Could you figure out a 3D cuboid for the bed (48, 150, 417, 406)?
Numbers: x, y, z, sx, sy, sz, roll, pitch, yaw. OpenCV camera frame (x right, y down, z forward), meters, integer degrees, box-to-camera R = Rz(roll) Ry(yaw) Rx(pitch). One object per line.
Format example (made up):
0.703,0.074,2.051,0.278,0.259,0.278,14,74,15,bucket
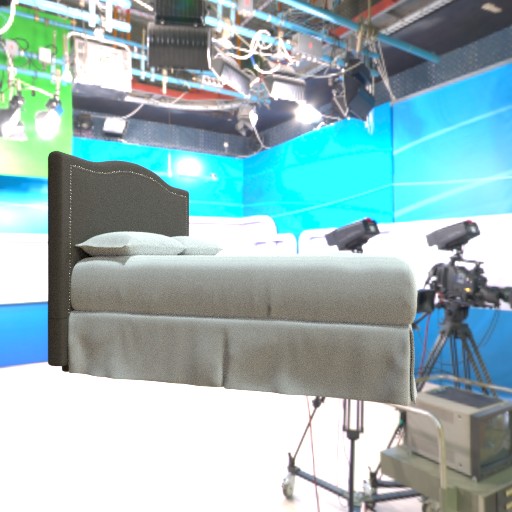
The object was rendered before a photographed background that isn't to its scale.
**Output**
0.000,0.000,3.047,2.036,1.387,1.666,0,0,18,bed
